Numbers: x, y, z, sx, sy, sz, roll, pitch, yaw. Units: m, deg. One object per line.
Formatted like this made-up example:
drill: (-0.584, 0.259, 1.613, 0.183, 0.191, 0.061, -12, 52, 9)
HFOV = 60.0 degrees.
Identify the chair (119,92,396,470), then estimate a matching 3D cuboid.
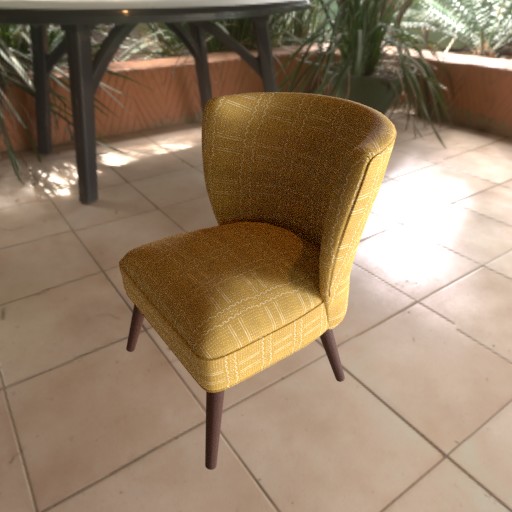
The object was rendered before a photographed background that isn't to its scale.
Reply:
chair: (0.000, 0.000, 1.408, 0.758, 0.866, 0.706, -21, 38, -30)
